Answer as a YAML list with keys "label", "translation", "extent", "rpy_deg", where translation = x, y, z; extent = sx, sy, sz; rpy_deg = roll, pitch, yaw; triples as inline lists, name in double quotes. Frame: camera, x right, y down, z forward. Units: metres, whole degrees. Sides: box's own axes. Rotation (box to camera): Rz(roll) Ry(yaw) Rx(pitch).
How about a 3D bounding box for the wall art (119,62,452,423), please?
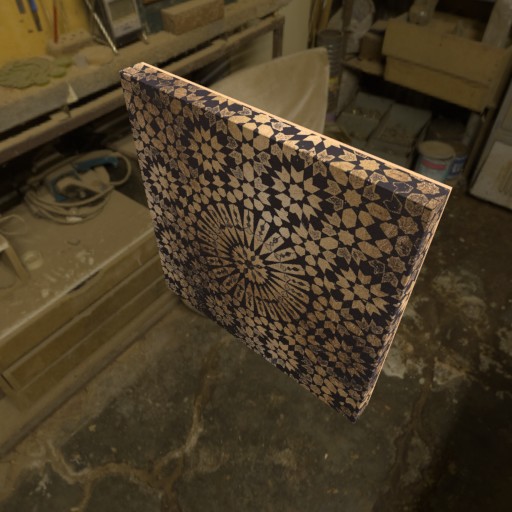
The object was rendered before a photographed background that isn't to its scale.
- label: "wall art"
  translation: [0.000, 0.000, 0.602]
  extent: [0.405, 0.405, 0.038]
  rpy_deg: [31, 53, 27]
